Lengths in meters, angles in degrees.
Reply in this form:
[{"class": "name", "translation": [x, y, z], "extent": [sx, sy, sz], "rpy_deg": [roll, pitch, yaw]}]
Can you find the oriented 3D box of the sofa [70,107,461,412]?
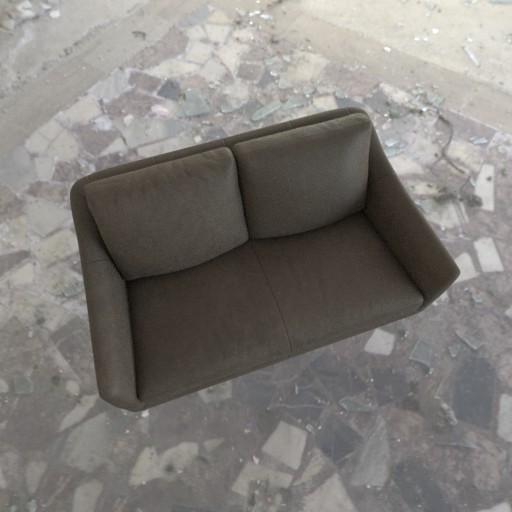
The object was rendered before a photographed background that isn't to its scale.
[{"class": "sofa", "translation": [0.000, 0.000, 2.169], "extent": [1.619, 0.902, 0.960], "rpy_deg": [-17, 63, -9]}]
